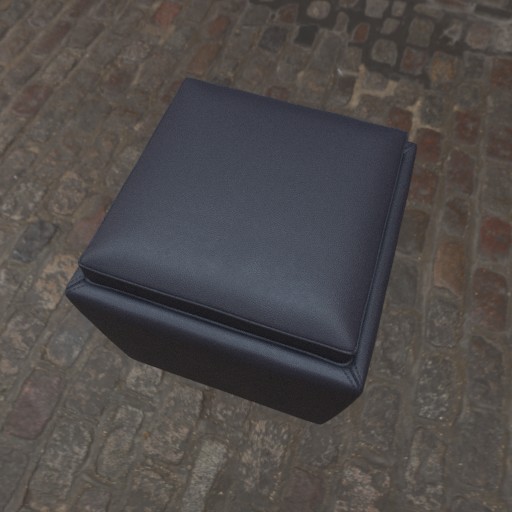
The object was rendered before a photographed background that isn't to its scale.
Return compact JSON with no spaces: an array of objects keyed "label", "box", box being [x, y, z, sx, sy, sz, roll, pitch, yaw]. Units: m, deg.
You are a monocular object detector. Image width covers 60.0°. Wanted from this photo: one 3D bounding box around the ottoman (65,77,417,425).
[{"label":"ottoman","box":[0.000,0.000,0.825,0.451,0.460,0.450,17,64,8]}]
